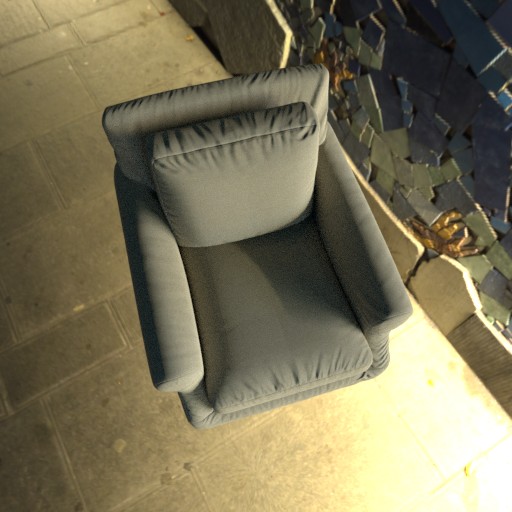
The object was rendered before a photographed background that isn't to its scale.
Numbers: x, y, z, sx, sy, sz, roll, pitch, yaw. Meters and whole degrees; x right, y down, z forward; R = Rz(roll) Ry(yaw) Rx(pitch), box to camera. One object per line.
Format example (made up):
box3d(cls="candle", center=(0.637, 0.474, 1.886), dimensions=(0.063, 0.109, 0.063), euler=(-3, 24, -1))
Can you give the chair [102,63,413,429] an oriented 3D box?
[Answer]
box3d(cls="chair", center=(0.000, 0.000, 1.724), dimensions=(0.940, 0.866, 1.066), euler=(-14, 65, -7))
